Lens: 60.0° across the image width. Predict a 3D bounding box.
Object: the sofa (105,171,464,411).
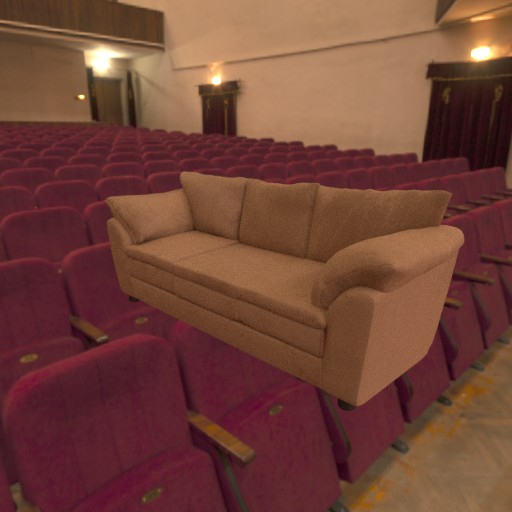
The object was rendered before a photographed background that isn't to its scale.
[{"bbox_3d":[0.000,0.000,2.840,2.377,0.981,0.893,15,22,43],"label":"sofa"}]
